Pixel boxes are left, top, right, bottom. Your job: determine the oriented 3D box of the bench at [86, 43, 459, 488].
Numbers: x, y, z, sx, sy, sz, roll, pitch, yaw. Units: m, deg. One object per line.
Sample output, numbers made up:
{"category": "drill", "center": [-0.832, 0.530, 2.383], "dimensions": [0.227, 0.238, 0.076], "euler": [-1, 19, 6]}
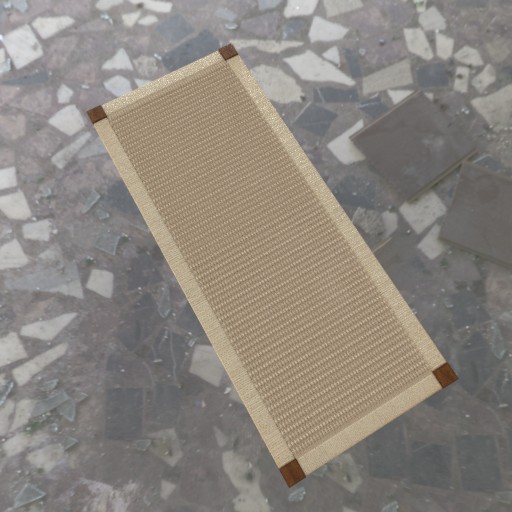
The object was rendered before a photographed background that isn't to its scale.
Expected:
{"category": "bench", "center": [0.000, 0.000, 1.460], "dimensions": [0.507, 0.457, 1.198], "euler": [-29, 76, -8]}
